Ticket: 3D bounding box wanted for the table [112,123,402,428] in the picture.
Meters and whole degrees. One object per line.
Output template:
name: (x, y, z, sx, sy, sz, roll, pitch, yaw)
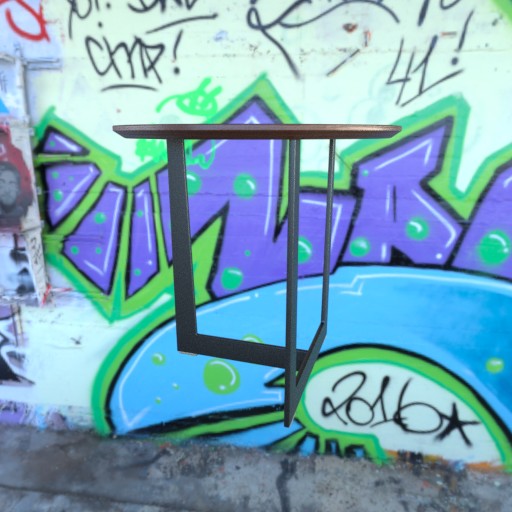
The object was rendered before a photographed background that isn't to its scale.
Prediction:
table: (0.000, 0.000, 0.848, 0.494, 0.476, 0.477, 2, 16, 8)
